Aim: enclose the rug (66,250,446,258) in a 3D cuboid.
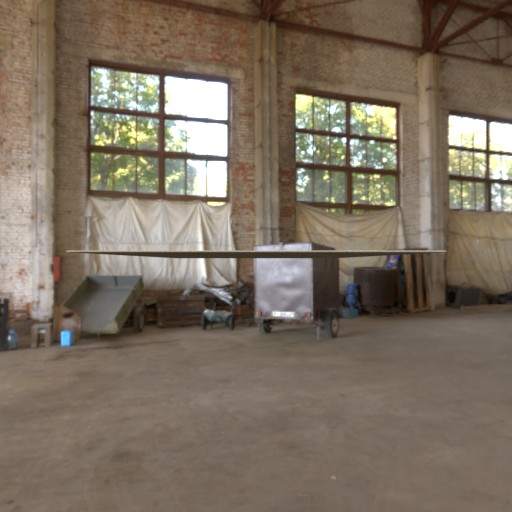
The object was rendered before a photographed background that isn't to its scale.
[{"bbox_3d":[0.000,0.000,2.977,1.523,0.008,2.438,0,-1,0],"label":"rug"}]
